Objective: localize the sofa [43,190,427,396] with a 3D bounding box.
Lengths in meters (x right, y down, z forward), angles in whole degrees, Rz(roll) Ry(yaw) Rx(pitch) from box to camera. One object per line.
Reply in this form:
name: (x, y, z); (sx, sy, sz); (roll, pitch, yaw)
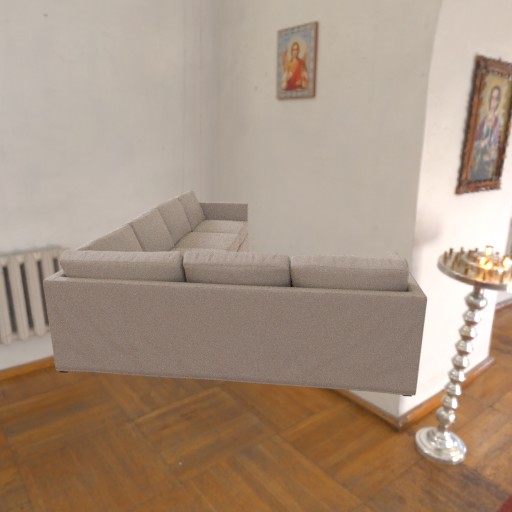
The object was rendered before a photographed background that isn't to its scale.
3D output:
sofa: (0.000, 0.000, 4.299); (2.432, 0.871, 3.182); (2, 17, 7)
